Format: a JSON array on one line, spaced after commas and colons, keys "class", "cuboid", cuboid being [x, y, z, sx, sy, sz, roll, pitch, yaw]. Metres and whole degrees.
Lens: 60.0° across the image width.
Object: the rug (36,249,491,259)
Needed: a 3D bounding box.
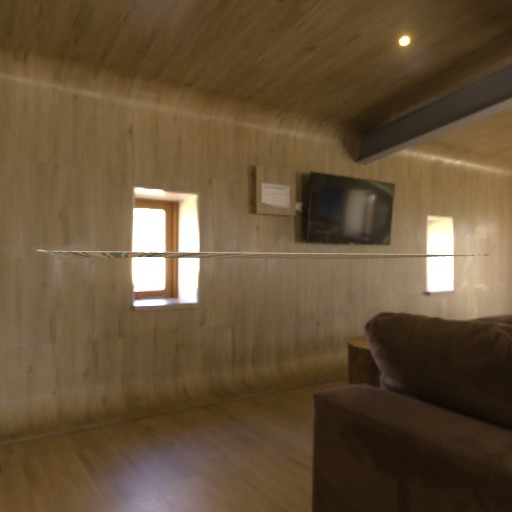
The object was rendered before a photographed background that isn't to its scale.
[{"class": "rug", "cuboid": [0.000, 0.000, 2.474, 2.084, 0.009, 1.222, 0, -1, -18]}]
